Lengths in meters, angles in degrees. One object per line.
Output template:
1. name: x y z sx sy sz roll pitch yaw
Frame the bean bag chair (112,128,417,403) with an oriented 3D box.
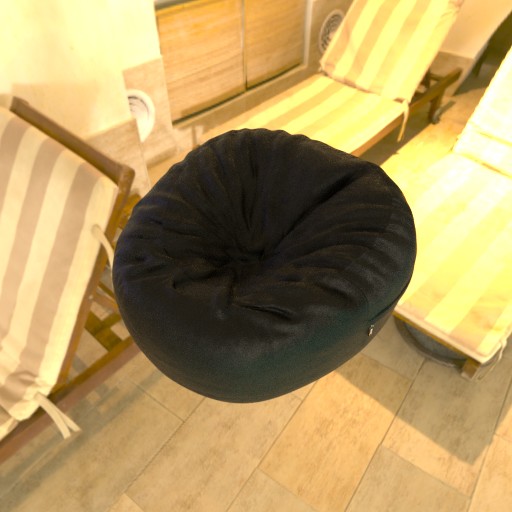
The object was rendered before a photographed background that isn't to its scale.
1. bean bag chair: 0.000 0.000 2.446 1.524 0.878 1.524 32 53 28
